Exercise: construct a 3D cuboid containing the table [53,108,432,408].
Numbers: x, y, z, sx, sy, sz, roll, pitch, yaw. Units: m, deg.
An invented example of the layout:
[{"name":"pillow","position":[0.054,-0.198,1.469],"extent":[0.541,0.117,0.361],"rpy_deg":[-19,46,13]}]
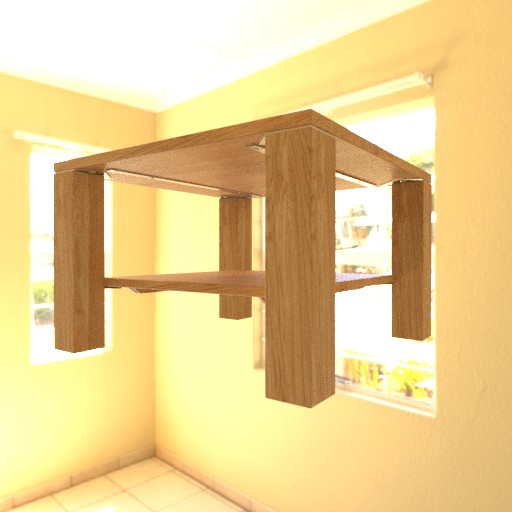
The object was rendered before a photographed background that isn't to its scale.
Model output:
[{"name":"table","position":[0.000,0.000,1.149],"extent":[0.700,0.450,0.700],"rpy_deg":[0,1,35]}]
